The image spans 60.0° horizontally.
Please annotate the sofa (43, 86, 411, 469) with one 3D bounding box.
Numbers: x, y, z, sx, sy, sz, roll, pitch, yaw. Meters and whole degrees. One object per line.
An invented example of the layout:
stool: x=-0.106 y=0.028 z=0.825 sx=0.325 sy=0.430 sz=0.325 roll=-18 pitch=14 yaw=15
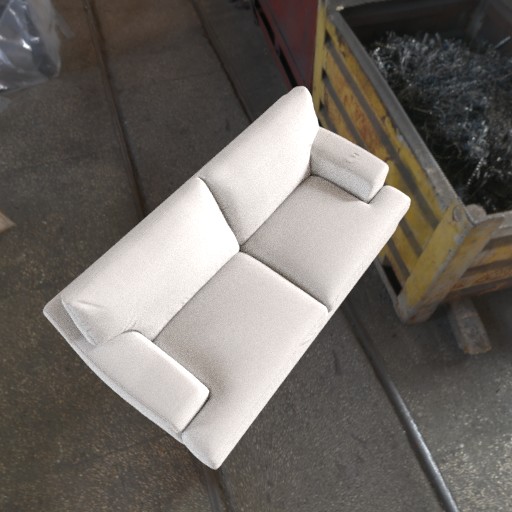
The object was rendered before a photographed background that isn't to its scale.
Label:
sofa: x=0.000 y=0.000 z=2.805 sx=1.143 sy=0.940 sz=2.261 roll=33 pitch=64 yaw=19
